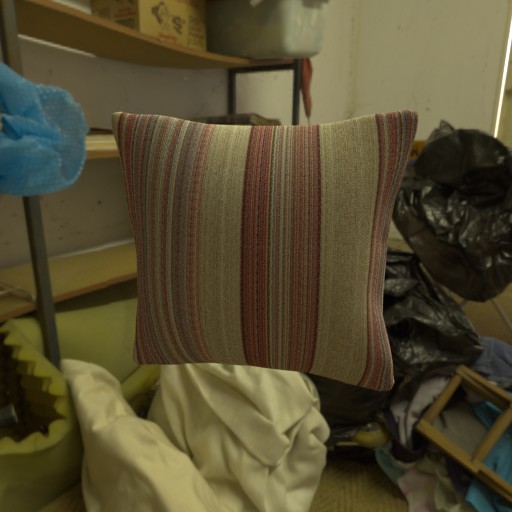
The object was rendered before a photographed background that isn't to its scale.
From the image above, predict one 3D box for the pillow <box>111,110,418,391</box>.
[{"bbox_3d":[0.000,0.000,0.671,0.437,0.419,0.136,3,17,10],"label":"pillow"}]
